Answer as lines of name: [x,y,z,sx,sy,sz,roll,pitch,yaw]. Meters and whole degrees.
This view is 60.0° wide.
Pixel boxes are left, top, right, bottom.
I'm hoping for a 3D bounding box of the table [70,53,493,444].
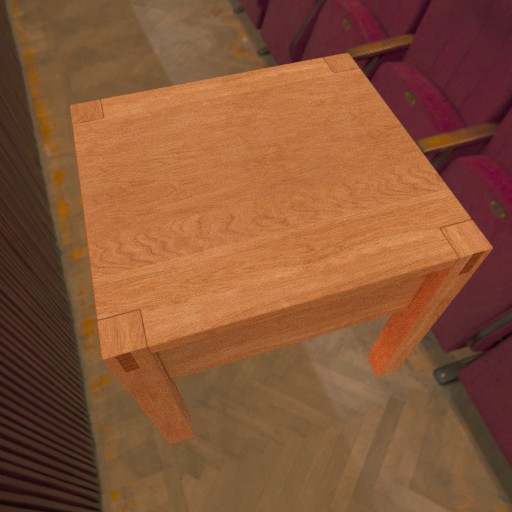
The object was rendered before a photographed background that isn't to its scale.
table: [0.000,0.000,0.812,0.480,0.450,0.440,-15,58,-10]
